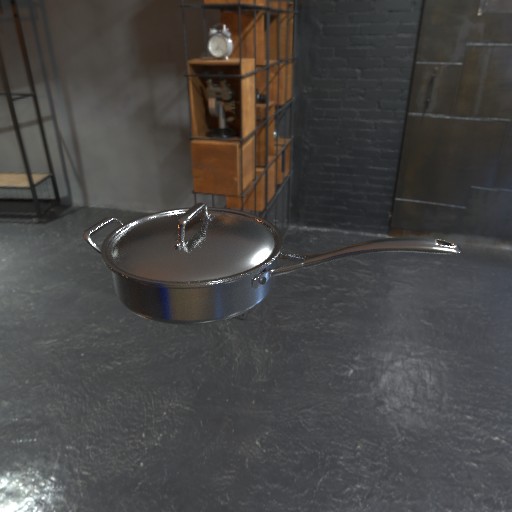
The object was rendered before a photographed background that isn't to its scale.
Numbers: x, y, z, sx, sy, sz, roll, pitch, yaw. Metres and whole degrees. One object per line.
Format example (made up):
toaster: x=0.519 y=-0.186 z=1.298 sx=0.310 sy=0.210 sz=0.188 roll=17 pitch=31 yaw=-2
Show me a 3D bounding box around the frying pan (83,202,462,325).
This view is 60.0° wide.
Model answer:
frying pan: x=0.000 y=0.000 z=0.592 sx=0.492 sy=0.111 sz=0.245 roll=8 pitch=28 yaw=15
